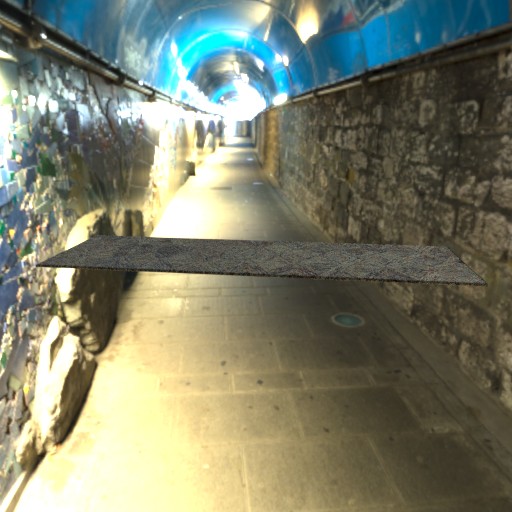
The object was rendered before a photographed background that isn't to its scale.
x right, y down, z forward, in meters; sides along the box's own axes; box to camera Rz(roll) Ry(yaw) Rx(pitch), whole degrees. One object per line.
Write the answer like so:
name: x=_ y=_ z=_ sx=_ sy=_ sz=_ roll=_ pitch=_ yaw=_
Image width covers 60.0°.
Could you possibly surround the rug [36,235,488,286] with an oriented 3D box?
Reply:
rug: x=0.000 y=0.000 z=2.547 sx=2.292 sy=0.015 sz=0.688 roll=2 pitch=16 yaw=7
